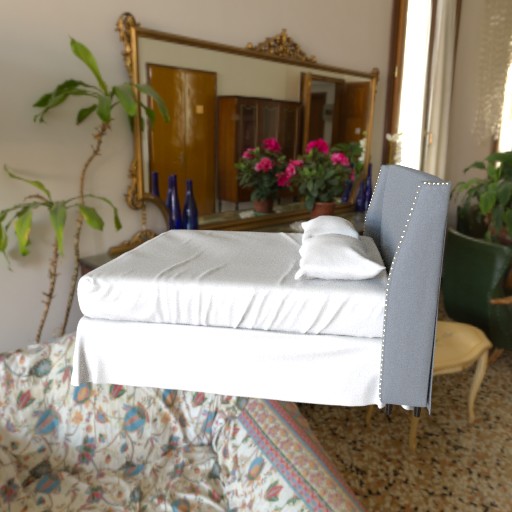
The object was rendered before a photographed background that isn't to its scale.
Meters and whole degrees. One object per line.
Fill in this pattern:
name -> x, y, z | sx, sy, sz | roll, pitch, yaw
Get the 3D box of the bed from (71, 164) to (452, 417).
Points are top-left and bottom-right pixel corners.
bed -> 0.000, 0.000, 3.382 | 2.276, 1.332, 1.925 | 2, 14, 9
